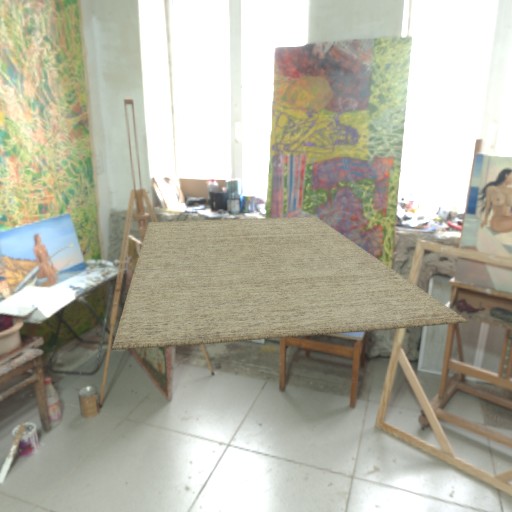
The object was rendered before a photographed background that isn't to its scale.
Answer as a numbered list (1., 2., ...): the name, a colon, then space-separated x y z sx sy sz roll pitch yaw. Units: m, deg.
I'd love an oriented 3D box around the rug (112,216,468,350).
1. rug: 0.000 0.000 2.323 1.211 0.018 1.822 -3 17 -9
